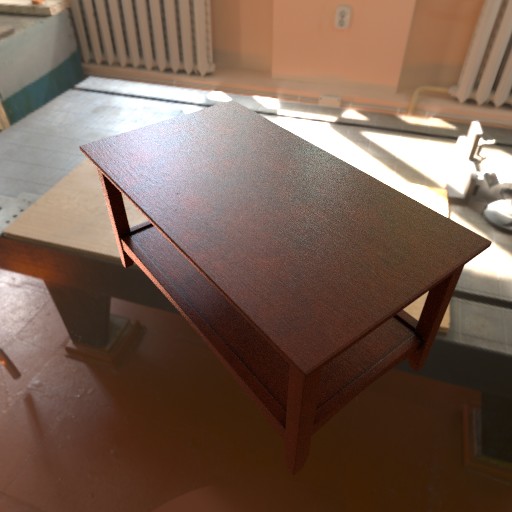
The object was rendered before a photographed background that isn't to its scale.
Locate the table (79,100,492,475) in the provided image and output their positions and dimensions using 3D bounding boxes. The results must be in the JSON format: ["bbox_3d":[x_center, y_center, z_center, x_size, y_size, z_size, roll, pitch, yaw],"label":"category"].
[{"bbox_3d":[0.000,0.000,1.242,0.533,0.456,0.943,-27,48,-27],"label":"table"}]
